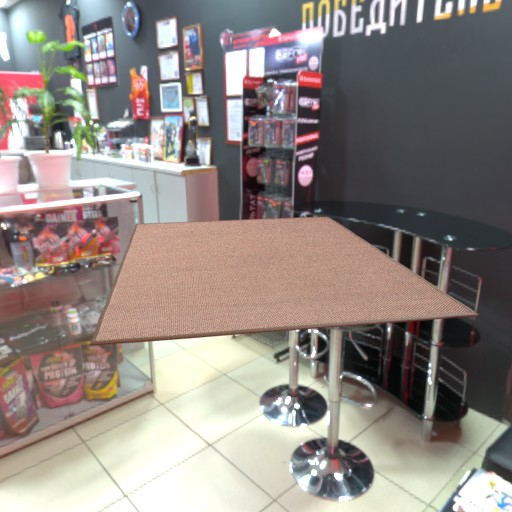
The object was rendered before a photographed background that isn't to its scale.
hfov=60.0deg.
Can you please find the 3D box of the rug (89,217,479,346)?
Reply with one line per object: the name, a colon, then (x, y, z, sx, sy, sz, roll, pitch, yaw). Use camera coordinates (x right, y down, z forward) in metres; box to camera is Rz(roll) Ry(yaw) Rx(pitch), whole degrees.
rug: (0.000, 0.000, 4.087, 2.413, 0.020, 3.041, -3, 17, -9)
